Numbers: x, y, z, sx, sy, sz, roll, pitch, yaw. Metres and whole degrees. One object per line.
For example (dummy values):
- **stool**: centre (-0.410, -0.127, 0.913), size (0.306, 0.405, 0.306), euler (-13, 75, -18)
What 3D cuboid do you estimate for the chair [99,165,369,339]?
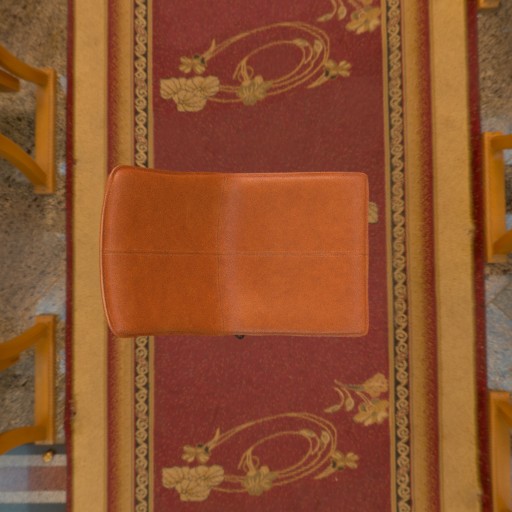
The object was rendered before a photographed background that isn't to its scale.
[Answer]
- **chair**: centre (0.000, 0.000, 1.318), size (0.660, 0.920, 0.651), euler (0, 90, 1)
